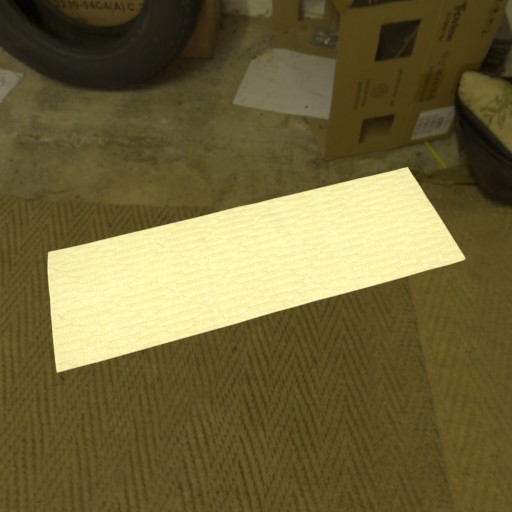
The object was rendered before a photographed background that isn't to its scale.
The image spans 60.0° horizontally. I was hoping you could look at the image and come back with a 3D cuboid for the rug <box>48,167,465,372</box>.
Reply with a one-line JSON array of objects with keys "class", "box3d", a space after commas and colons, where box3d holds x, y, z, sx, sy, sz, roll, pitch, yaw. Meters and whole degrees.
[{"class": "rug", "box3d": [0.000, 0.000, 2.713, 2.450, 0.014, 0.793, -14, 59, -9]}]
